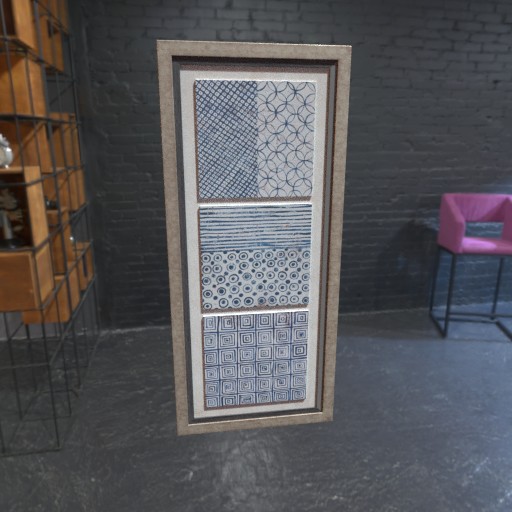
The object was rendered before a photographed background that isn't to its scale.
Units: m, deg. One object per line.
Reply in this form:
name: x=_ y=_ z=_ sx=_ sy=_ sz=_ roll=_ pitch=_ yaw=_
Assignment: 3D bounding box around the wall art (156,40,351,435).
wall art: x=0.000 y=0.000 z=1.668 sx=0.648 sy=1.461 sz=0.051 roll=-2 pitch=15 yaw=-8
